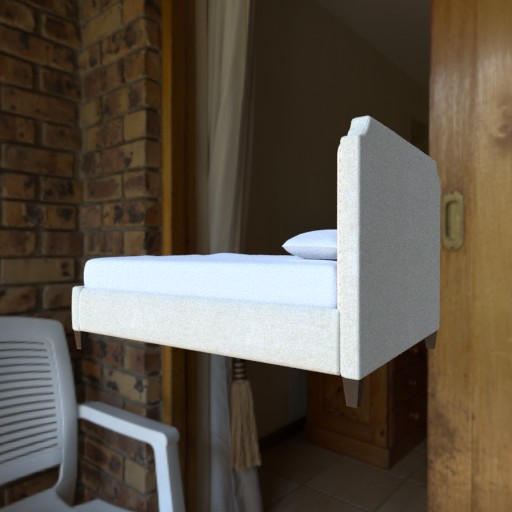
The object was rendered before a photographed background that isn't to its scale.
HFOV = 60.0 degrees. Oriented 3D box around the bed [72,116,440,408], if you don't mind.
[{"bbox_3d":[0.000,0.000,3.496,2.381,1.457,1.713,1,1,35],"label":"bed"}]
